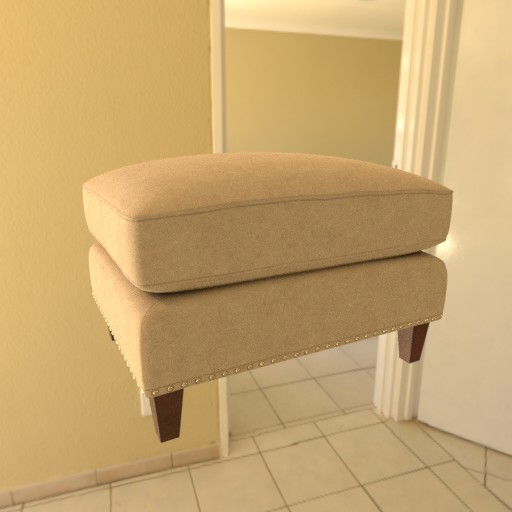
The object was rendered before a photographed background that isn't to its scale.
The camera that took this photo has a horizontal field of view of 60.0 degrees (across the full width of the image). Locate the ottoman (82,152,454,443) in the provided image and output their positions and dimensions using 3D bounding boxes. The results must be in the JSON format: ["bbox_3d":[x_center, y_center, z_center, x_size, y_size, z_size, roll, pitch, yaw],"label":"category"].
[{"bbox_3d":[0.000,0.000,1.126,0.741,0.513,0.584,-8,17,-27],"label":"ottoman"}]
